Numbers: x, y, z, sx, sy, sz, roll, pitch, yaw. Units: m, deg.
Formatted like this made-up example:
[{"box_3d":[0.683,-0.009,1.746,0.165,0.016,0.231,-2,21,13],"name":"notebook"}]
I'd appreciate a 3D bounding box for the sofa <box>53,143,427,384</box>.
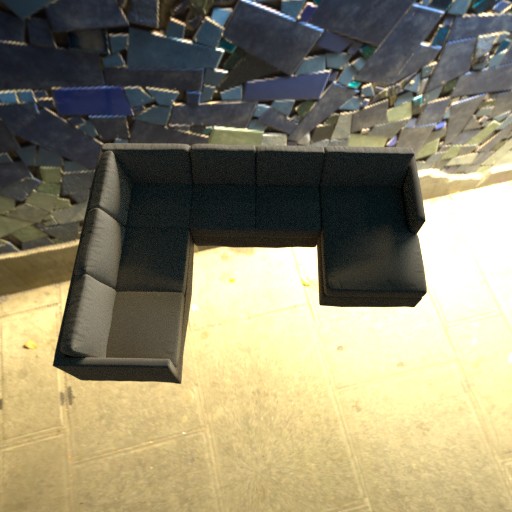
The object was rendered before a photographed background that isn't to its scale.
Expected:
[{"box_3d":[0.000,0.000,4.533,3.460,0.882,2.427,1,64,0],"name":"sofa"}]
